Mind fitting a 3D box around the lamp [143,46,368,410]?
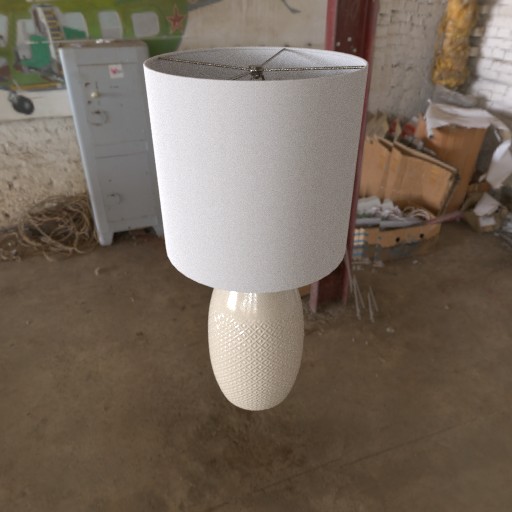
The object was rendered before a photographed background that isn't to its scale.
[{"bbox_3d":[0.000,0.000,0.555,0.217,0.453,0.217,9,33,14],"label":"lamp"}]
